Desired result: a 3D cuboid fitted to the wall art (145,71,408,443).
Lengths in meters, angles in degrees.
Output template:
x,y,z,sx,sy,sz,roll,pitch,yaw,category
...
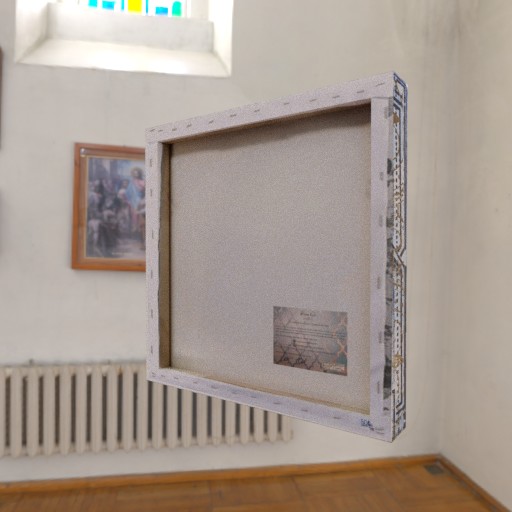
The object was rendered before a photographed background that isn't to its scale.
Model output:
x,y,z,sx,sy,sz,roll,pitch,yaw,category
0.000,0.000,0.466,0.302,0.306,0.038,1,1,35,wall art
